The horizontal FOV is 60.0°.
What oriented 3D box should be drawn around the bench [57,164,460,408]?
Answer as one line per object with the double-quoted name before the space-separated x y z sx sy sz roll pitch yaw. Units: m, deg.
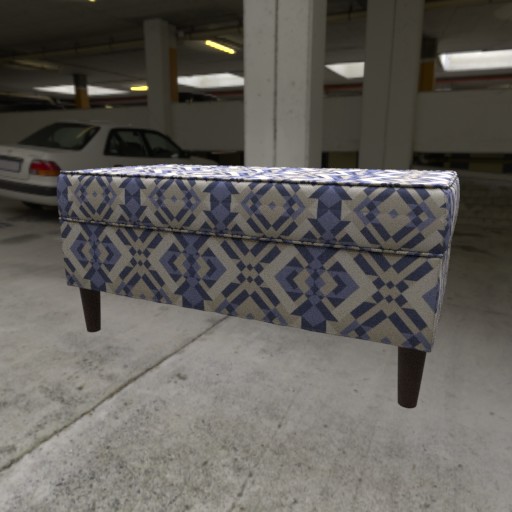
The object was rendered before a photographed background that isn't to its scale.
"bench" 0.000 0.000 1.262 1.016 0.477 0.492 7 16 25
